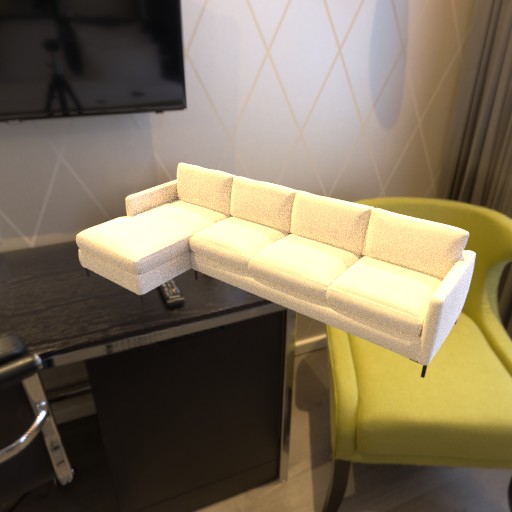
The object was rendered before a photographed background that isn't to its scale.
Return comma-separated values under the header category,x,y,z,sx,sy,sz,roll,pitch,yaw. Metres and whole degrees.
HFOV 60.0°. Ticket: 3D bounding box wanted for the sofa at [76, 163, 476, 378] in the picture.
category,x,y,z,sx,sy,sz,roll,pitch,yaw
sofa,0.000,0.000,3.794,3.186,0.875,1.467,19,33,32
